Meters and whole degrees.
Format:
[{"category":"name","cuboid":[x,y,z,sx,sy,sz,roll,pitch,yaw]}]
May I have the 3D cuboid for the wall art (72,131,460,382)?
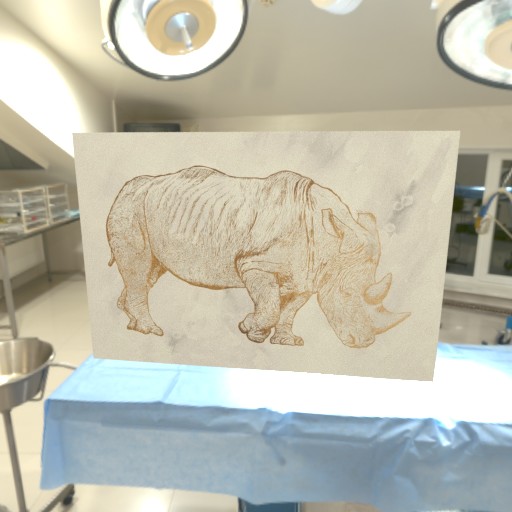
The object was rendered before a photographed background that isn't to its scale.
[{"category":"wall art","cuboid":[0.000,0.000,0.757,0.609,0.407,0.038,2,14,8]}]
